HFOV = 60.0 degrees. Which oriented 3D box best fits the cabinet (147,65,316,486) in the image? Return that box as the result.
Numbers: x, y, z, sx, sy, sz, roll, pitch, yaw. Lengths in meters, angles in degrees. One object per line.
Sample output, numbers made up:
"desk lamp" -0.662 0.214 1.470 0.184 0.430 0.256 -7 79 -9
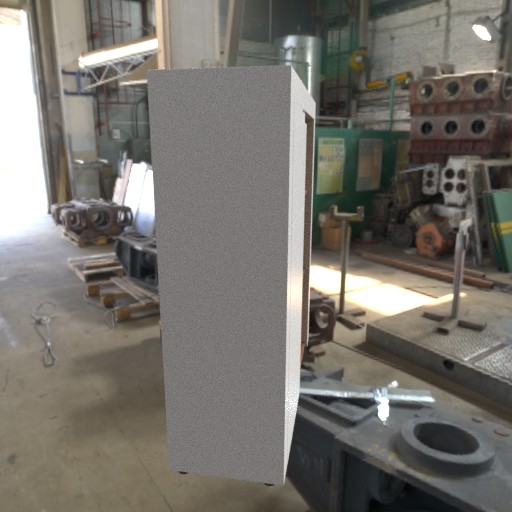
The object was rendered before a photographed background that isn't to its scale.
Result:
"cabinet" 0.000 0.000 1.641 0.348 1.150 0.990 3 15 10
